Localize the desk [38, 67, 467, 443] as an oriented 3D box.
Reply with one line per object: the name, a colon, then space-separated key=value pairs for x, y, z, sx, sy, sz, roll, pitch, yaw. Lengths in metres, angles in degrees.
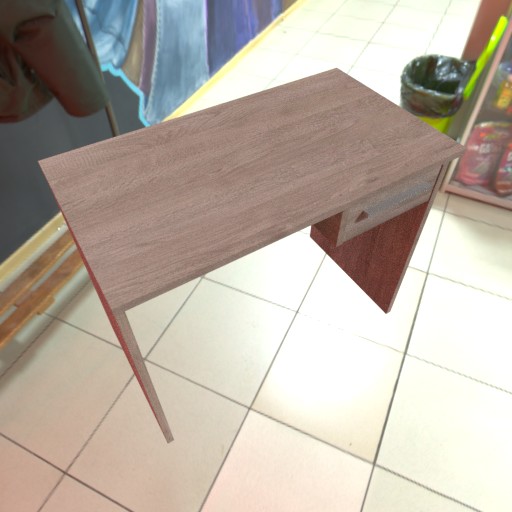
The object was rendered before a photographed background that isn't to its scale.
desk: x=0.000 y=0.000 z=1.323 sx=0.893 sy=0.724 sz=0.498 roll=-25 pitch=53 yaw=-21
